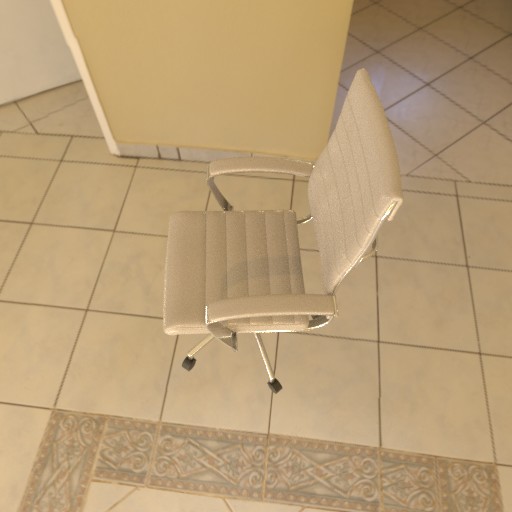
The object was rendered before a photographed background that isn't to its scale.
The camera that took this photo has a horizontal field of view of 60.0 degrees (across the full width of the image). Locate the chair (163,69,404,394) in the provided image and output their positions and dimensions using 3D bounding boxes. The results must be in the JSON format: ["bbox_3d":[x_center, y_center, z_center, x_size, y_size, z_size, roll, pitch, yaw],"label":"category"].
[{"bbox_3d":[0.000,0.000,1.546,0.667,1.149,0.679,-2,59,-1],"label":"chair"}]
